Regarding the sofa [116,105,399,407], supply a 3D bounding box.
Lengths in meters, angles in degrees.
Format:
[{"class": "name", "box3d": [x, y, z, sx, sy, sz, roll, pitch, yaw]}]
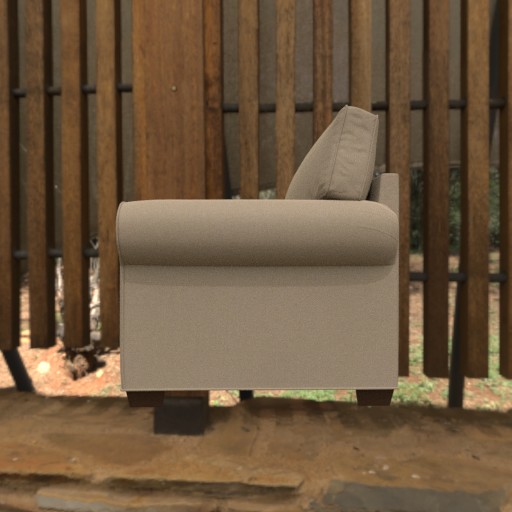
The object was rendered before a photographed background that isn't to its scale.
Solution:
[{"class": "sofa", "box3d": [0.000, 0.000, 2.082, 0.937, 1.006, 1.405, 0, 0, -1]}]
